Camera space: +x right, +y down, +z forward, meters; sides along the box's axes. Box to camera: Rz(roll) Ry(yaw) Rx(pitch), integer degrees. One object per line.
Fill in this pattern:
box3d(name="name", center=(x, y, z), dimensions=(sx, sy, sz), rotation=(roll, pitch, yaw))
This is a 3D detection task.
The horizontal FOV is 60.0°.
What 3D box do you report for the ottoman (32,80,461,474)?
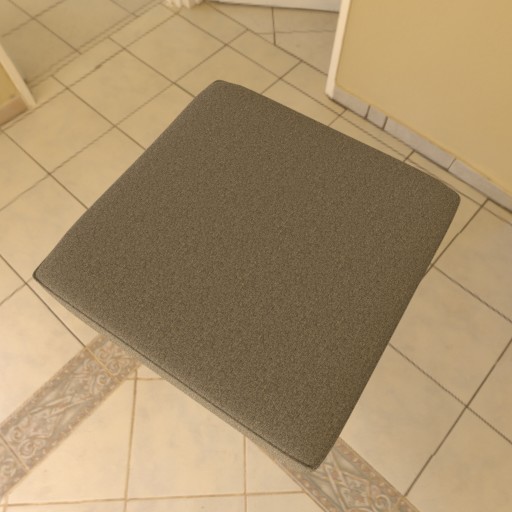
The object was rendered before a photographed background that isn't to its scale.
box3d(name="ottoman", center=(0.000, 0.000, 1.552), dimensions=(1.015, 0.464, 1.005), rotation=(30, 67, 14))
